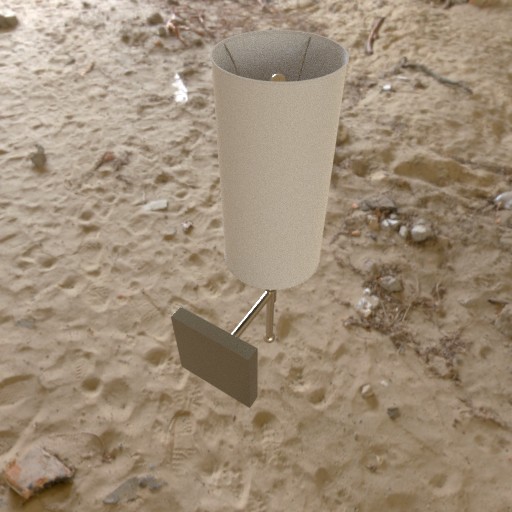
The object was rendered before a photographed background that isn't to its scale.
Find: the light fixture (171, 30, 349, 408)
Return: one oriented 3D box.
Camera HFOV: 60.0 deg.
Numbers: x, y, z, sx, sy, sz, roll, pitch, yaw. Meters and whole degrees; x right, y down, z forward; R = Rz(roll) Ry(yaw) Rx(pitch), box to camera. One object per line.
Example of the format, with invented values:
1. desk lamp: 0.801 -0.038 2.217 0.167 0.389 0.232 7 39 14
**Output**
1. light fixture: 0.000 0.000 0.549 0.128 0.462 0.208 24 50 23
